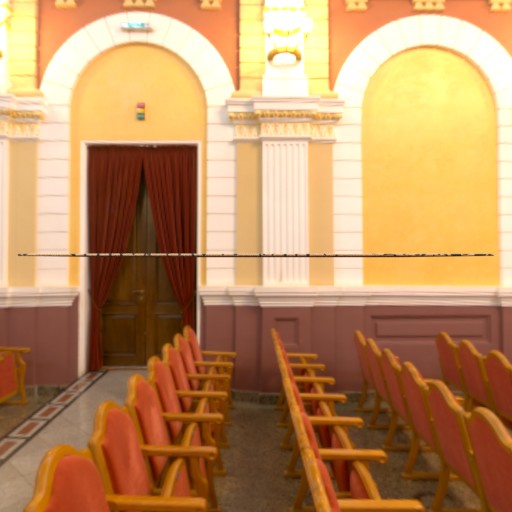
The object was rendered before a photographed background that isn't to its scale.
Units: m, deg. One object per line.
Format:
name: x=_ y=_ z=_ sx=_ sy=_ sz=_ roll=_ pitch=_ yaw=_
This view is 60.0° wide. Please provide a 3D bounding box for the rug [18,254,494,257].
rug: x=0.000 y=0.000 z=3.017 sx=2.435 sy=0.011 sz=1.517 roll=0 pitch=0 yaw=0
